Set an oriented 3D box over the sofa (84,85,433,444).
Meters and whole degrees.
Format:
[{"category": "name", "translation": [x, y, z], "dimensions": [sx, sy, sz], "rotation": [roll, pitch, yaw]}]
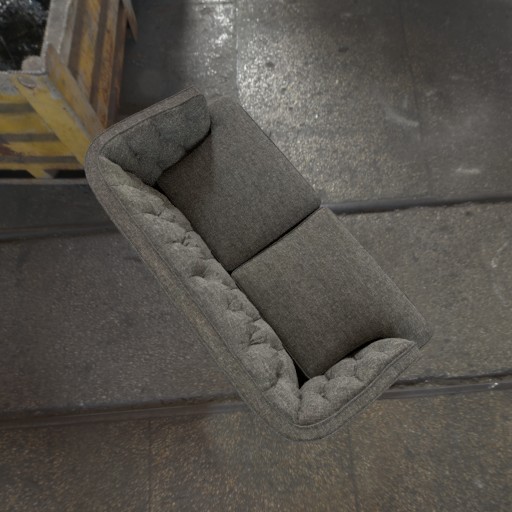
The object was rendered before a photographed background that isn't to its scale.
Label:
[{"category": "sofa", "translation": [0.000, 0.000, 2.300], "dimensions": [0.941, 0.855, 1.733], "rotation": [-37, 78, -9]}]
